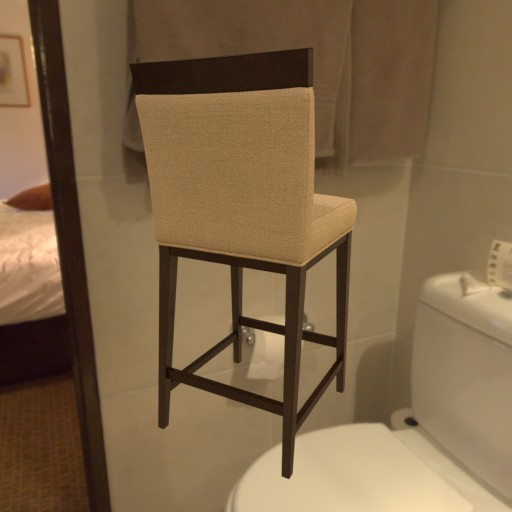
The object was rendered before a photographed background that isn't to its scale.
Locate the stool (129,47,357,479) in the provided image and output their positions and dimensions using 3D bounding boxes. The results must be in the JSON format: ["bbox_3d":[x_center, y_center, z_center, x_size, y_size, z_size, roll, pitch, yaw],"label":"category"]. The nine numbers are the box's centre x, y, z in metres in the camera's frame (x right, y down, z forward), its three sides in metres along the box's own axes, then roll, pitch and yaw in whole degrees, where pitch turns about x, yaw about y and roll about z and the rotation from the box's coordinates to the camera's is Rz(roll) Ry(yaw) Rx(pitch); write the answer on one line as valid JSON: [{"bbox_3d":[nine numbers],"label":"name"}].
[{"bbox_3d":[0.000,0.000,1.406,0.511,1.117,0.531,9,18,27],"label":"stool"}]
